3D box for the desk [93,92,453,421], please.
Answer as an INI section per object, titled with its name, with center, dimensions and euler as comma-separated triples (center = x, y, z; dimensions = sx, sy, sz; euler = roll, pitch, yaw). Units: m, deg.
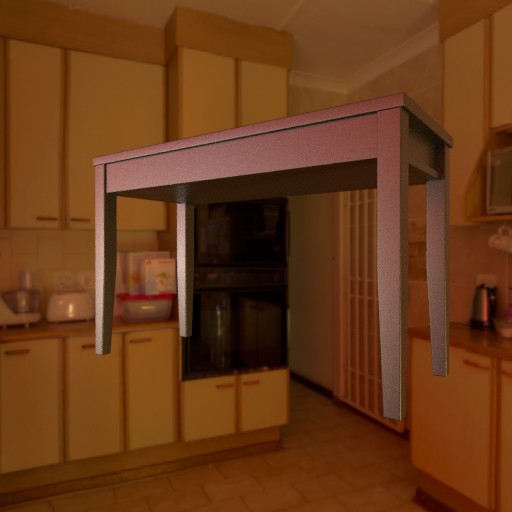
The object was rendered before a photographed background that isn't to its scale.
[desk]
center = 0.000, 0.000, 1.597
dimensions = 1.220, 0.775, 0.508
euler = 0, 0, 36
